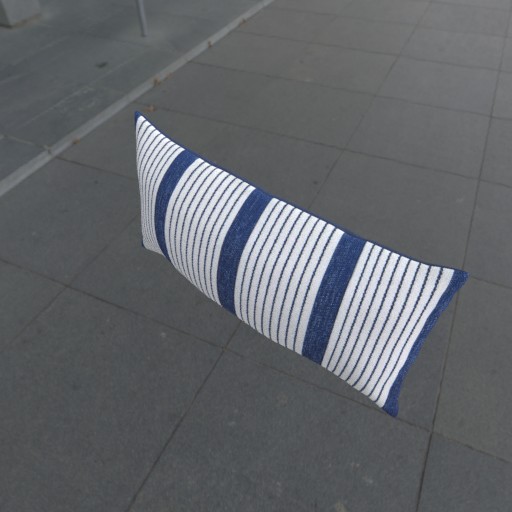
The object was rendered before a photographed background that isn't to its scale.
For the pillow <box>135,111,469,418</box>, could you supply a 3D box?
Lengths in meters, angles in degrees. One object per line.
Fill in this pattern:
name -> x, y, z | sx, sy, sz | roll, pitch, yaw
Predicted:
pillow -> 0.000, 0.000, 0.738 | 0.608, 0.292, 0.156 | 31, 53, 27
